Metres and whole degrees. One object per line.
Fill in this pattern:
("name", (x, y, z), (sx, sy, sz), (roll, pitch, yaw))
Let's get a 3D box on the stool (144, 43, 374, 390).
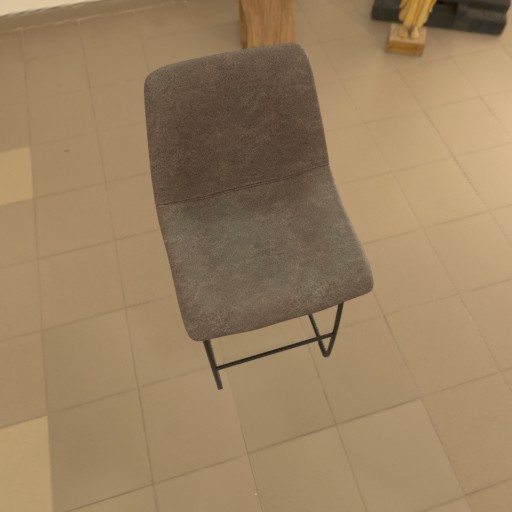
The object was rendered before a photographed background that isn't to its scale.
("stool", (0.000, 0.000, 1.399), (0.514, 1.082, 0.561), (-15, 63, -8))
